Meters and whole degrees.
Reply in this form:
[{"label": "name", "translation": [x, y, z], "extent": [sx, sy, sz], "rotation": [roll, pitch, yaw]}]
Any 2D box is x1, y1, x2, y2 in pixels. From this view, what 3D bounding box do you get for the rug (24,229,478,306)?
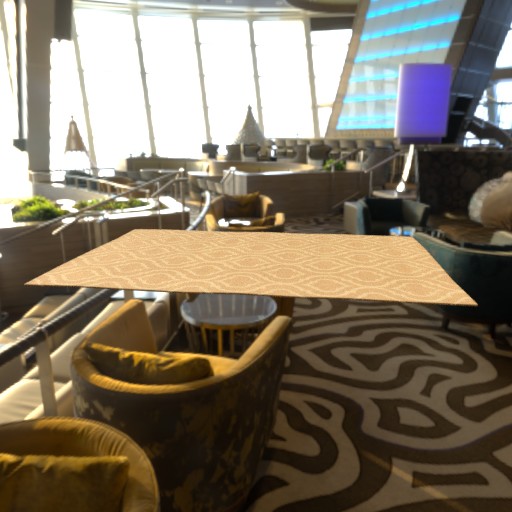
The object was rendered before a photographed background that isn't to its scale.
[{"label": "rug", "translation": [0.000, 0.000, 2.229], "extent": [1.761, 0.013, 1.152], "rotation": [2, 15, 7]}]
